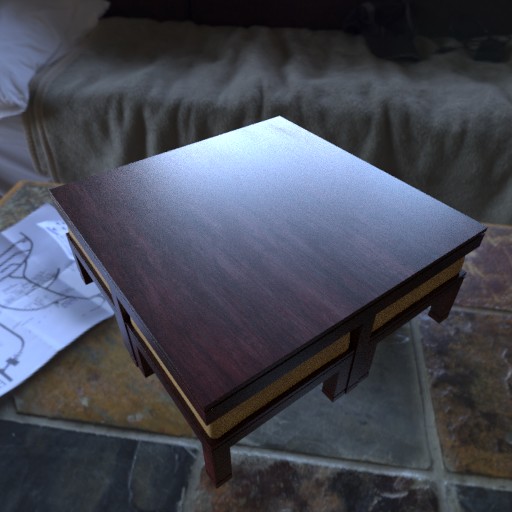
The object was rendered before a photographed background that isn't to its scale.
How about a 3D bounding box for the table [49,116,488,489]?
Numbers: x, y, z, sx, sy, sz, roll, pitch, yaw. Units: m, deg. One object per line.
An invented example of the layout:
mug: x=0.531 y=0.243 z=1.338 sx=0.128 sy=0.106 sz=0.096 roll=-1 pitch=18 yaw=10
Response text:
table: x=0.000 y=0.000 z=1.340 sx=0.865 sy=0.356 sz=0.865 roll=-26 pitch=47 yaw=-27
